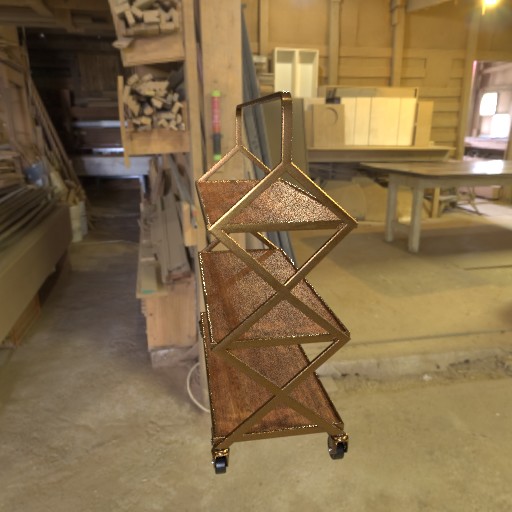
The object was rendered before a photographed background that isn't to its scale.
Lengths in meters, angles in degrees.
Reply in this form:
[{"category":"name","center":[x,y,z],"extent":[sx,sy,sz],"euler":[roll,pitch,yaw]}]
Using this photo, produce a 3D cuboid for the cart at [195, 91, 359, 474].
[{"category":"cart","center":[0.000,0.000,1.213],"extent":[0.313,0.805,0.723],"euler":[-3,17,-9]}]
